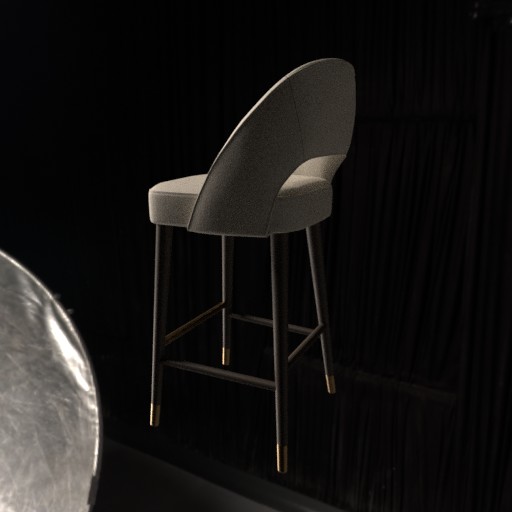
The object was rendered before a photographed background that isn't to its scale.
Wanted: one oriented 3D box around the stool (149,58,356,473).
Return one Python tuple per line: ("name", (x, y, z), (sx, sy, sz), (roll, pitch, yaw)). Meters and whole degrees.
("stool", (0.000, 0.000, 1.314), (0.509, 1.037, 0.494), (8, 17, 26))
